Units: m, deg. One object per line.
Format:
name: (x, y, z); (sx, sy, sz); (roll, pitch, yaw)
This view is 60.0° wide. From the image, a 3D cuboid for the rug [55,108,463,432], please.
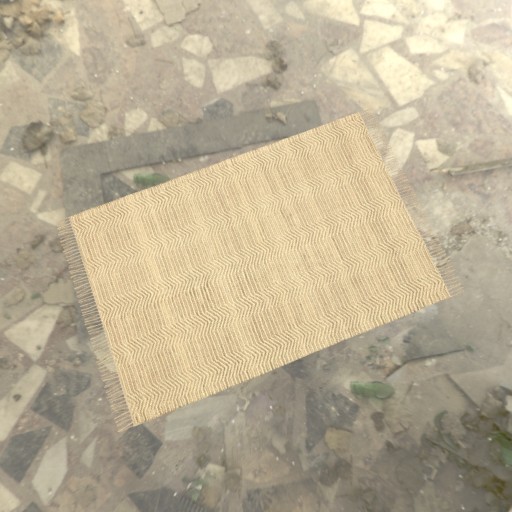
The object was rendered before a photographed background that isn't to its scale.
rug: (0.000, 0.000, 2.495); (2.021, 0.027, 1.224); (-21, 77, -5)
